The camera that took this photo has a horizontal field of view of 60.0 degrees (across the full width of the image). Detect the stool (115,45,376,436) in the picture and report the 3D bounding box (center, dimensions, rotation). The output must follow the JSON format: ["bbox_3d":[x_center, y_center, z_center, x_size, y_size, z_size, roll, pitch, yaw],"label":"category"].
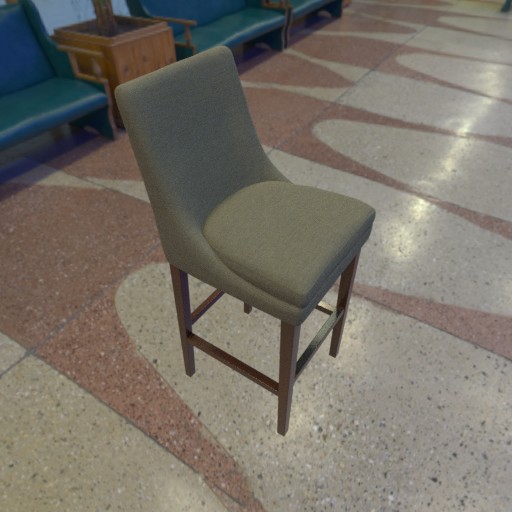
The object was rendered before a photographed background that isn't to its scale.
[{"bbox_3d":[0.000,0.000,1.393,0.577,1.078,0.470,24,46,25],"label":"stool"}]
